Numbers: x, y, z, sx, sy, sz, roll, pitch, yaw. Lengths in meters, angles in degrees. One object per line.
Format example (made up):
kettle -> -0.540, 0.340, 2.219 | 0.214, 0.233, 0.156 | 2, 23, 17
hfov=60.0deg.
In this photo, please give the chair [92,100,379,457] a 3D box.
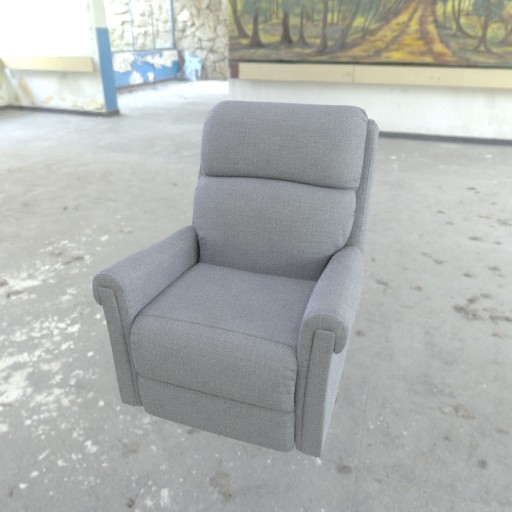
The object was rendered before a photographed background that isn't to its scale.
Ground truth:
chair -> 0.000, 0.000, 1.728 | 0.838, 1.054, 1.014 | 9, 28, 17
